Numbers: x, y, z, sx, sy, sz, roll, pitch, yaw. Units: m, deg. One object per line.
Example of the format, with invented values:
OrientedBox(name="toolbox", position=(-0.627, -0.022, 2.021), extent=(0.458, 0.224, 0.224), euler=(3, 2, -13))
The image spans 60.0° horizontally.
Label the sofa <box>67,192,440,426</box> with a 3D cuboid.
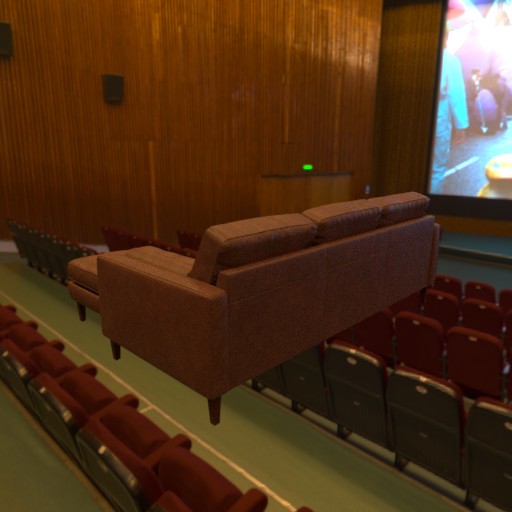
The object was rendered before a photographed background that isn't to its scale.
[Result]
OrientedBox(name="sofa", position=(0.000, 0.000, 3.007), extent=(1.613, 0.841, 2.185), euler=(14, 20, 42))
